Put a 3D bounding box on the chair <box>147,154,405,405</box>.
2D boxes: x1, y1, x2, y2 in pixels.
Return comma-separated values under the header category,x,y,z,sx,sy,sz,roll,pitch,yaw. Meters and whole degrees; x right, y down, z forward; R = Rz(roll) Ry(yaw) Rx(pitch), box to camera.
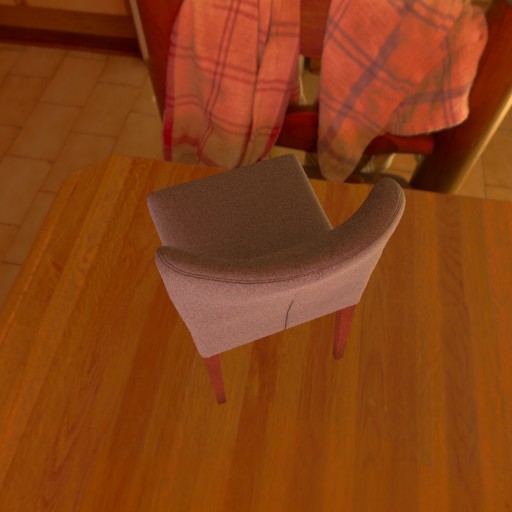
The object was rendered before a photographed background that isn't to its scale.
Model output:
category,x,y,z,sx,sy,sz,roll,pitch,yaw
chair,0.000,0.000,1.211,0.491,0.839,0.592,-18,61,-10
